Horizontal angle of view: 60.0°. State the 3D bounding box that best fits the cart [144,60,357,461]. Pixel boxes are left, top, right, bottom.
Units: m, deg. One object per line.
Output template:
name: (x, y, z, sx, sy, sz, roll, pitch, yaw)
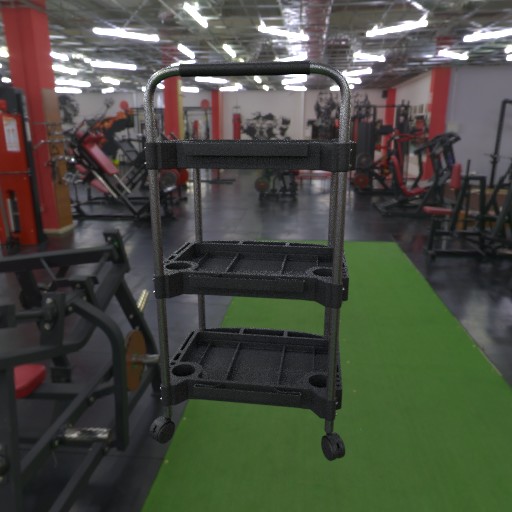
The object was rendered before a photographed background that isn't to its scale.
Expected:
cart: (0.000, 0.000, 1.393, 0.584, 1.075, 0.518, 2, 16, 8)
